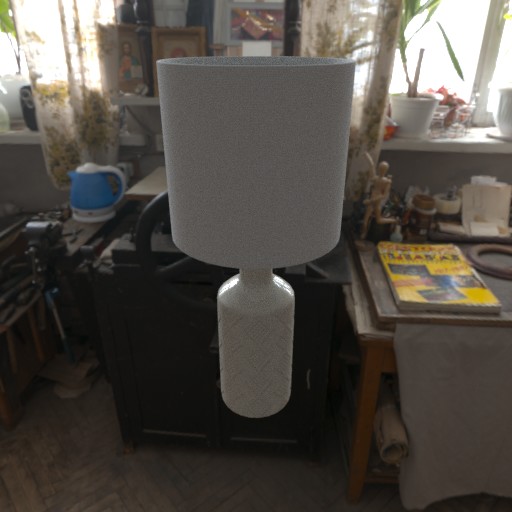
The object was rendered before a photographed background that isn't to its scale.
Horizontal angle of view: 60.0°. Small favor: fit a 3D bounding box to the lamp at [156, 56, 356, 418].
[{"bbox_3d":[0.000,0.000,0.569,0.207,0.461,0.207,-17,31,-31],"label":"lamp"}]
